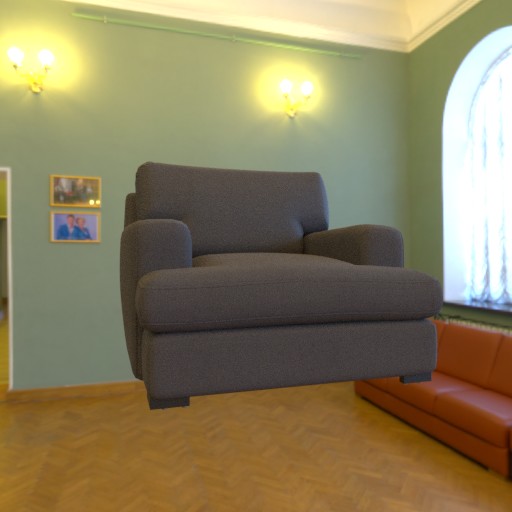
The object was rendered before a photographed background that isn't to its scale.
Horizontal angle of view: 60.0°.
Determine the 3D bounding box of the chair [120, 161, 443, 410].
[{"bbox_3d":[0.000,0.000,1.993,1.168,0.940,1.143,0,0,-18],"label":"chair"}]
